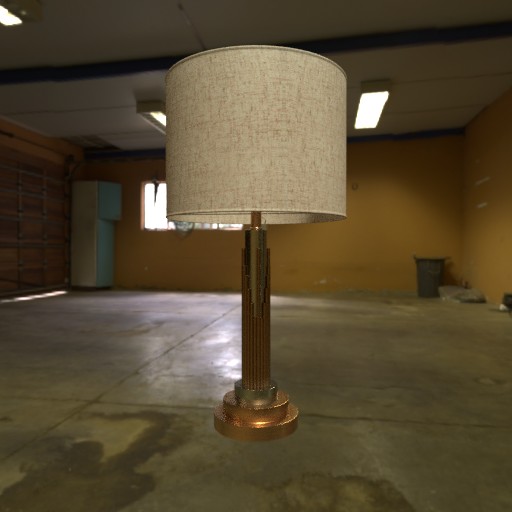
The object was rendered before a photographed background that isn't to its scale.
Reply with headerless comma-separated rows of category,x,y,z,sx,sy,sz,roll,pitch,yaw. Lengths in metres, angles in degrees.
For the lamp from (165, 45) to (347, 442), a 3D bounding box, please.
lamp,0.000,0.000,0.802,0.321,0.610,0.321,-1,1,-35
